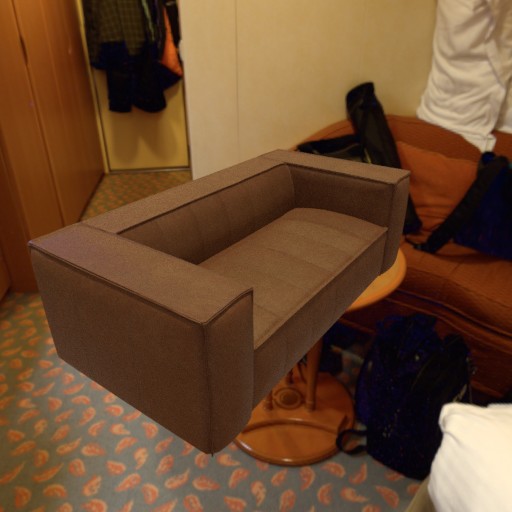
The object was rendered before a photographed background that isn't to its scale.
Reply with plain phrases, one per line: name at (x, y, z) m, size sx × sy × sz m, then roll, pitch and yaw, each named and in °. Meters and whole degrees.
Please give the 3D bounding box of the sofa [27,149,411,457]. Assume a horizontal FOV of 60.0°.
sofa at (0.000, 0.000, 2.564) m, size 1.102 × 0.703 × 2.088 m, roll 18°, pitch 33°, yaw 31°
